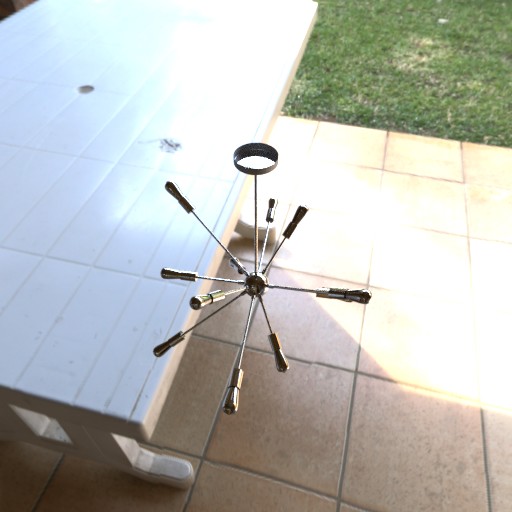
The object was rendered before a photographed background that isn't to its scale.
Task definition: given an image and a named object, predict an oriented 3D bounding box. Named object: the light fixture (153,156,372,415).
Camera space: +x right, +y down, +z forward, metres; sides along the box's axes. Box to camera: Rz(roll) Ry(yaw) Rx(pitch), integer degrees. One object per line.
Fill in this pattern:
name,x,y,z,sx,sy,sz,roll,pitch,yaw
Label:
light fixture,0.000,0.000,1.044,0.509,0.558,0.684,7,47,6
